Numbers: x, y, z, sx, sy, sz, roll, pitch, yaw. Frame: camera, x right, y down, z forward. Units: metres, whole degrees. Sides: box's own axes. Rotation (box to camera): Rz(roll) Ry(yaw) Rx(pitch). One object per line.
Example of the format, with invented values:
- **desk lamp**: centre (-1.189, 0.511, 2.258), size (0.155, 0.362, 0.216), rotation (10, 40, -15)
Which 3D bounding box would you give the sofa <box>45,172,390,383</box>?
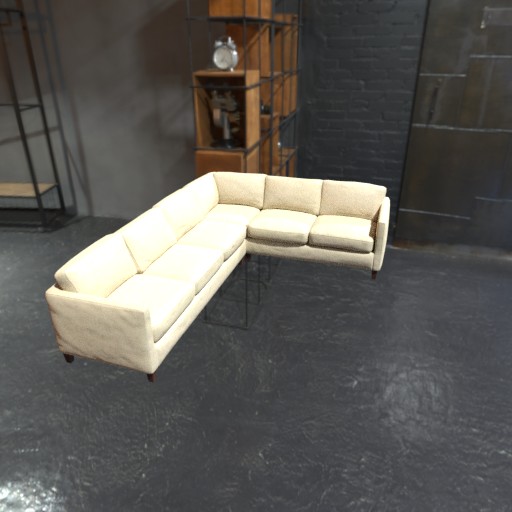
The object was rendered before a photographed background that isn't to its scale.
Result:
- **sofa**: centre (0.000, 0.000, 4.679), size (2.593, 0.947, 3.302), rotation (8, 27, 16)
